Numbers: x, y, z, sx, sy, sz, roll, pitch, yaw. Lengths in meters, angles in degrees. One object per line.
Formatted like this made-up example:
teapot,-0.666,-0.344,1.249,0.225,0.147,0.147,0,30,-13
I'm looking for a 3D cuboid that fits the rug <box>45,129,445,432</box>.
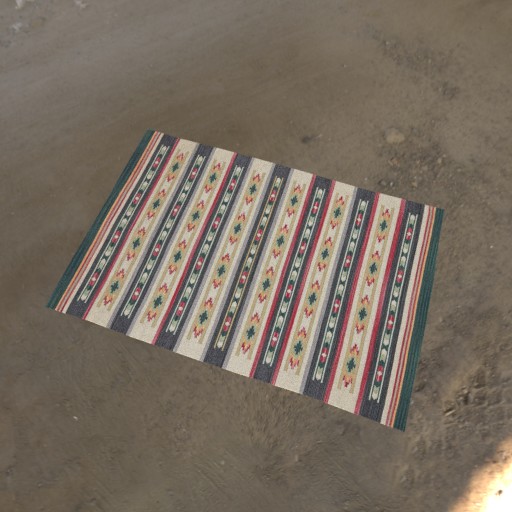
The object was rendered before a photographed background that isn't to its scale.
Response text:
rug,0.000,0.000,2.345,1.825,0.009,1.221,17,65,8
